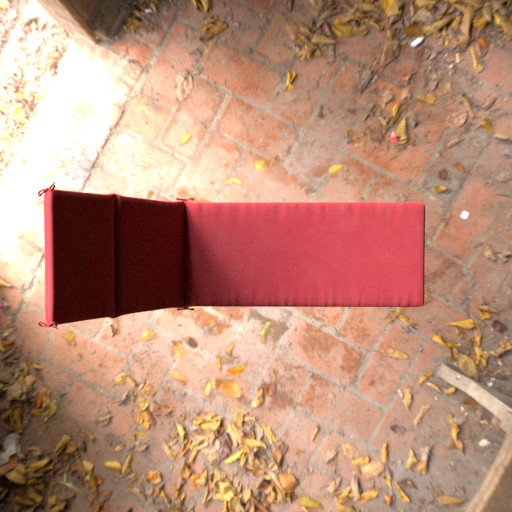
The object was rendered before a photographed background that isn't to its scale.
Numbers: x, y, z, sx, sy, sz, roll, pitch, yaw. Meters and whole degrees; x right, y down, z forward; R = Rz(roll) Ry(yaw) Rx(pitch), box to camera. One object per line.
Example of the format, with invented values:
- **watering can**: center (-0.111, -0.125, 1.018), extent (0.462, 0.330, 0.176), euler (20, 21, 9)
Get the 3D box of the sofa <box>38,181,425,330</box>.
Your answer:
- **sofa**: center (0.000, 0.000, 1.954), extent (1.663, 0.622, 0.582), euler (0, 92, 1)
